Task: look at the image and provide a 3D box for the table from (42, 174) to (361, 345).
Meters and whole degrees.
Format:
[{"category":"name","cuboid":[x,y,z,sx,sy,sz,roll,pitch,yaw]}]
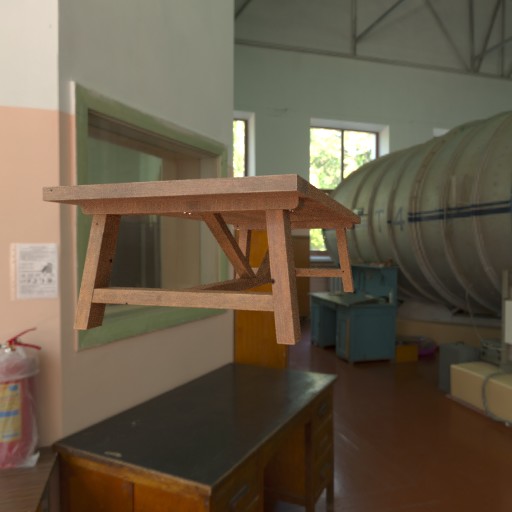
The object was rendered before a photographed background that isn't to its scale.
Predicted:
[{"category":"table","cuboid":[0.000,0.000,2.124,0.820,0.465,1.800,0,1,18]}]
